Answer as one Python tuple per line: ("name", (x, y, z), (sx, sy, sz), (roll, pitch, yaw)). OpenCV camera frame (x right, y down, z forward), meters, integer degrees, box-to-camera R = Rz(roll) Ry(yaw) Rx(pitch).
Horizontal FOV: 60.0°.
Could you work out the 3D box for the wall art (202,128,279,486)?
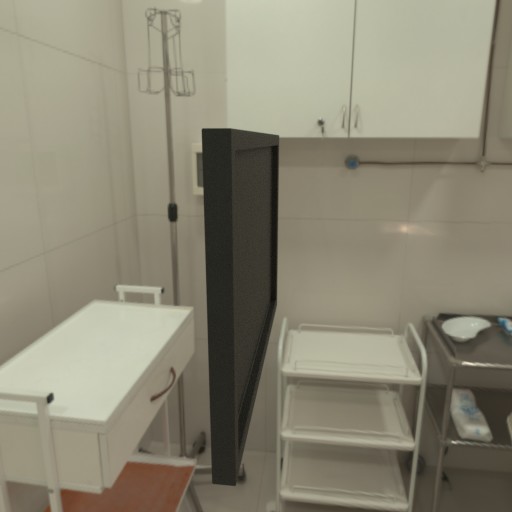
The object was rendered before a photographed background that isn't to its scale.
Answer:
("wall art", (0.000, 0.000, 0.564), (0.021, 0.301, 0.443), (2, 15, 7))
